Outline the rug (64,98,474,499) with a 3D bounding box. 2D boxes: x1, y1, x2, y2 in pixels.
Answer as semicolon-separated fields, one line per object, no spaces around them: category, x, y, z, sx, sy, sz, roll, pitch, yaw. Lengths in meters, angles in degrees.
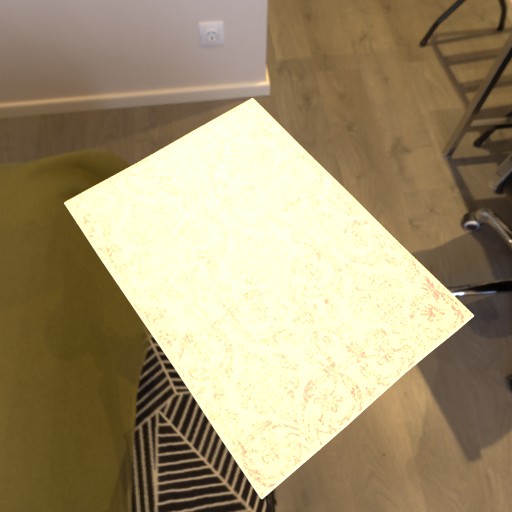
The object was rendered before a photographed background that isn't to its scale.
rug;0.000;0.000;2.818;1.598;0.014;2.202;-34;68;-15
